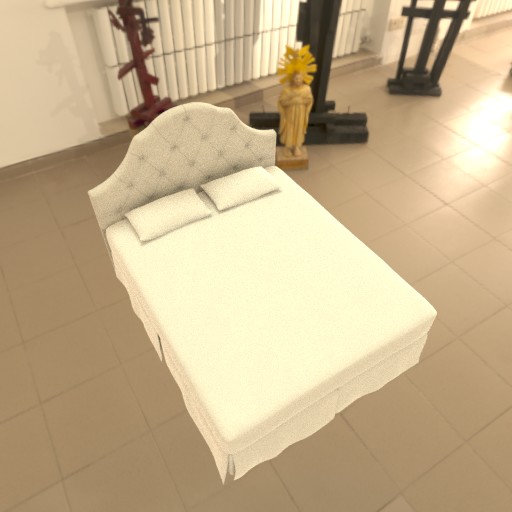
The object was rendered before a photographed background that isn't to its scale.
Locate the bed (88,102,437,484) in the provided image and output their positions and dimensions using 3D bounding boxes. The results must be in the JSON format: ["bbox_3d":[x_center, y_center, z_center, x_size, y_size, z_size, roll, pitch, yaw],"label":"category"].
[{"bbox_3d":[0.000,0.000,3.720,2.039,1.617,2.477,-24,51,-21],"label":"bed"}]
